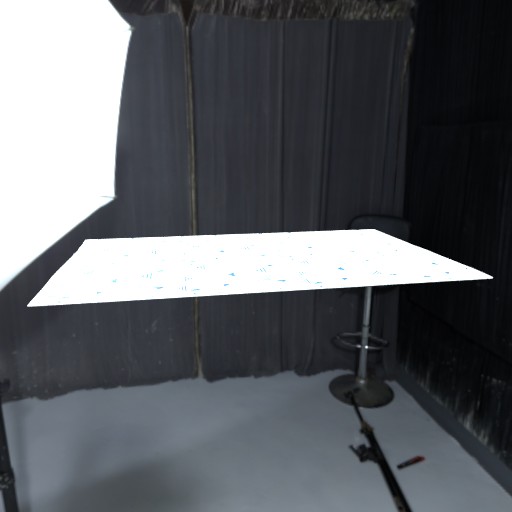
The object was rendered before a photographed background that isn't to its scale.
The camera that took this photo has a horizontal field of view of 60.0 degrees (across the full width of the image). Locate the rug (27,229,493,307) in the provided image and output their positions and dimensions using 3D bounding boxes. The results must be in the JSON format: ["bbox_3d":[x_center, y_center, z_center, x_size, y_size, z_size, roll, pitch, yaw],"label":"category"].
[{"bbox_3d":[0.000,0.000,2.999,2.457,0.009,1.512,-3,14,-10],"label":"rug"}]
